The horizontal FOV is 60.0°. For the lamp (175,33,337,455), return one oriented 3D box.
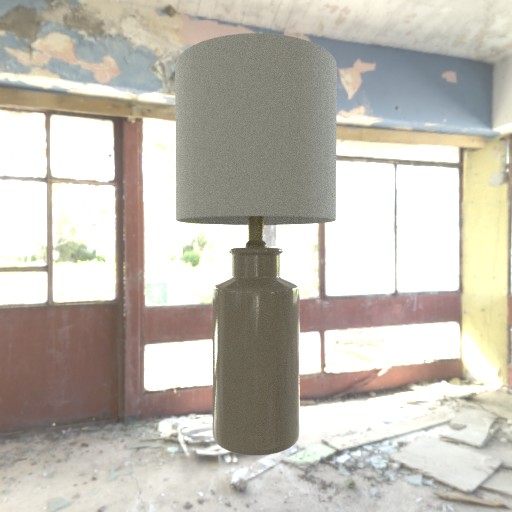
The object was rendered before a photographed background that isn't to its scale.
[{"bbox_3d":[0.000,0.000,0.596,0.212,0.493,0.212,0,1,17],"label":"lamp"}]
